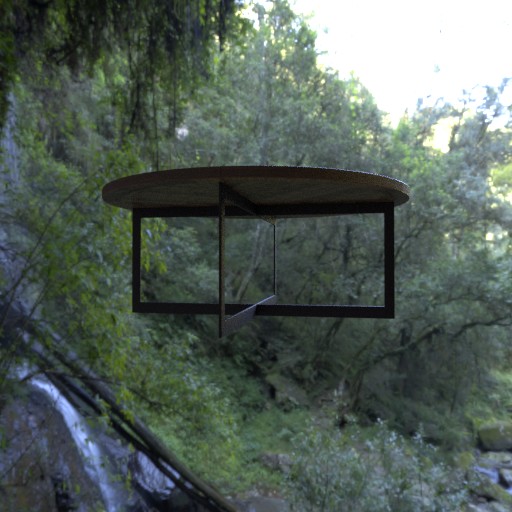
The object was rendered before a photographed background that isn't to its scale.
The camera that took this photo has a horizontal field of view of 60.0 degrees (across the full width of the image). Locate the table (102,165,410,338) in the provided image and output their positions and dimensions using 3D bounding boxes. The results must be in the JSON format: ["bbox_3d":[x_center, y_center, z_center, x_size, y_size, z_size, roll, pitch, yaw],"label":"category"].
[{"bbox_3d":[0.000,0.000,1.922,1.264,0.516,1.264,0,-1,0],"label":"table"}]
